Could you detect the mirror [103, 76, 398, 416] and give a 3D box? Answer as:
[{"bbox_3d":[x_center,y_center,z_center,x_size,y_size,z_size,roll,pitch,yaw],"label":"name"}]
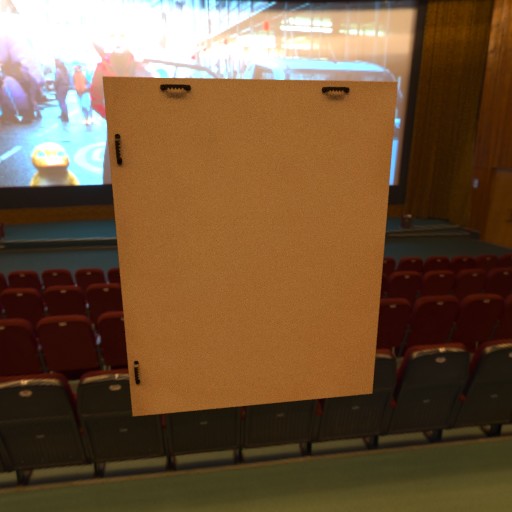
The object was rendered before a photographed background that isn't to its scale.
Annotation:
[{"bbox_3d":[0.000,0.000,0.685,0.405,0.508,0.041,-3,16,-9],"label":"mirror"}]
